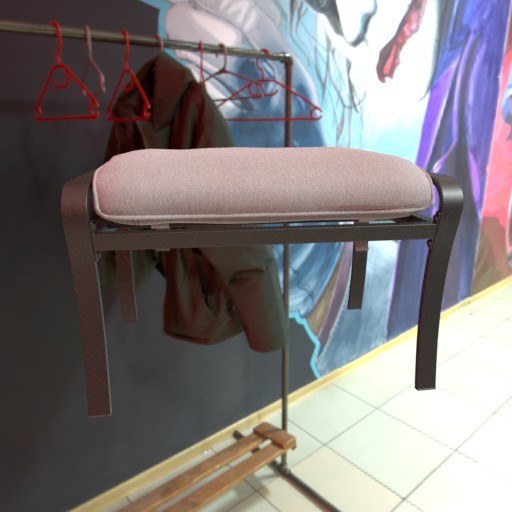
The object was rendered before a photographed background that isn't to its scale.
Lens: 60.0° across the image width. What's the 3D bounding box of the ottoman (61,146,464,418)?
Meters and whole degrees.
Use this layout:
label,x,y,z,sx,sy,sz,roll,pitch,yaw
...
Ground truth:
label,x,y,z,sx,sy,sz,roll,pitch,yaw
ottoman,0.000,0.000,0.892,0.610,0.422,0.406,-2,17,-8
